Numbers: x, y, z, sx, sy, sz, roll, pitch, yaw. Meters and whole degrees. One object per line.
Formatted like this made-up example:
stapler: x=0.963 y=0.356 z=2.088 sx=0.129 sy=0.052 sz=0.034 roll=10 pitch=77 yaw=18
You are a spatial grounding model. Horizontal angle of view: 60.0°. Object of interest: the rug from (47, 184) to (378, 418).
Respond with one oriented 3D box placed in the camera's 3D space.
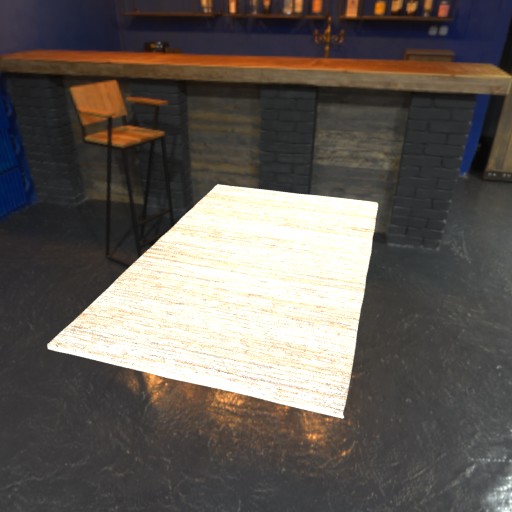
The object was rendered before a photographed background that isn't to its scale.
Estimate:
rug: x=0.000 y=0.000 z=3.090 sx=1.529 sy=0.009 sz=2.446 roll=9 pitch=31 yaw=15
